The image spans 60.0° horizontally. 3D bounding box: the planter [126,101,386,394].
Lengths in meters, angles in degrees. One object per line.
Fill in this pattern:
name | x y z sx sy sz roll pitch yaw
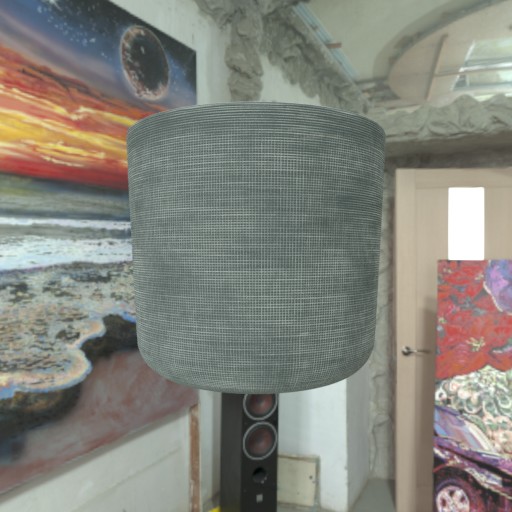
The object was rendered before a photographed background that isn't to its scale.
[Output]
planter | 0.000 0.000 0.785 0.440 0.398 0.440 0 0 0
